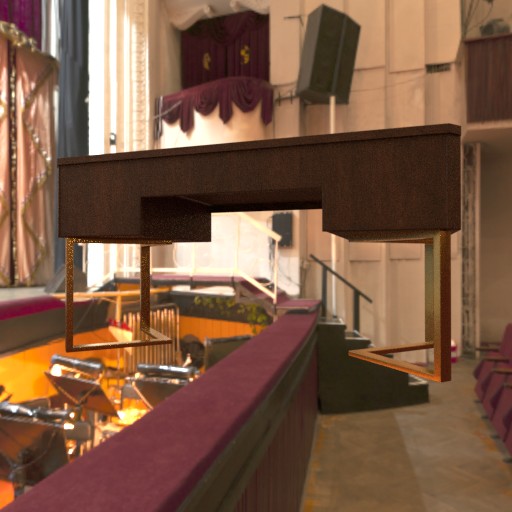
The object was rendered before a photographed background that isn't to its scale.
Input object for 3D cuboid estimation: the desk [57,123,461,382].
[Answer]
[{"bbox_3d":[0.000,0.000,1.828,1.479,0.762,0.684,0,-1,18],"label":"desk"}]
